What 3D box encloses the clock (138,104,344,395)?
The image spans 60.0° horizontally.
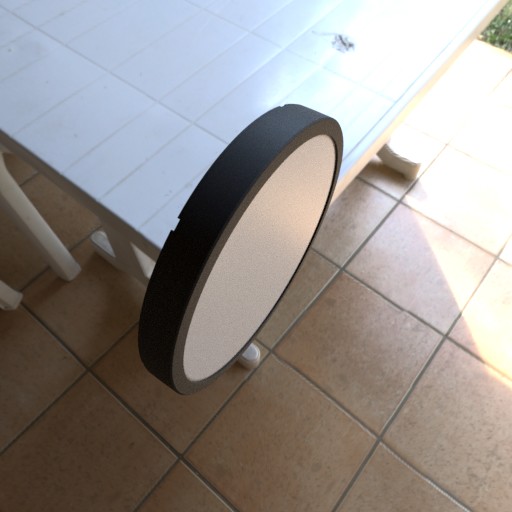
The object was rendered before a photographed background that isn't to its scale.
[{"bbox_3d":[0.000,0.000,0.438,0.040,0.293,0.293,30,63,17],"label":"clock"}]
